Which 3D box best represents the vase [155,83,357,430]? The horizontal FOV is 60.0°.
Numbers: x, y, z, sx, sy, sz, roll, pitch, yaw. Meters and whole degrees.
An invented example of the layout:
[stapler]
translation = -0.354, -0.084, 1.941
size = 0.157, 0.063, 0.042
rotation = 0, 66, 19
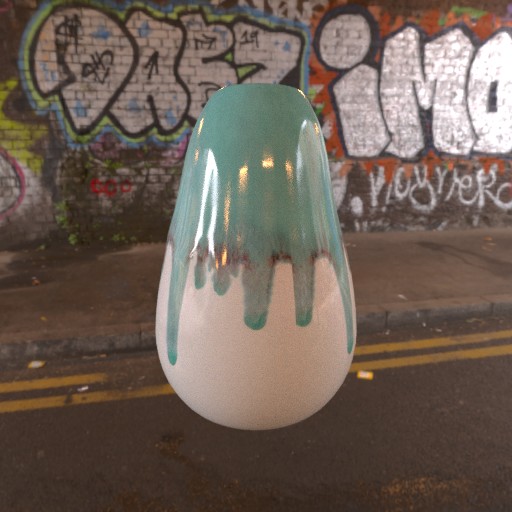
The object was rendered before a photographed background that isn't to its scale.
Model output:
[vase]
translation = 0.000, 0.000, 0.252
size = 0.116, 0.179, 0.116
rotation = 0, 15, 0
